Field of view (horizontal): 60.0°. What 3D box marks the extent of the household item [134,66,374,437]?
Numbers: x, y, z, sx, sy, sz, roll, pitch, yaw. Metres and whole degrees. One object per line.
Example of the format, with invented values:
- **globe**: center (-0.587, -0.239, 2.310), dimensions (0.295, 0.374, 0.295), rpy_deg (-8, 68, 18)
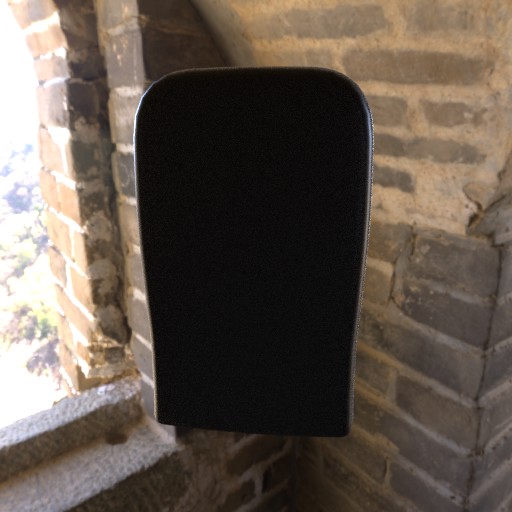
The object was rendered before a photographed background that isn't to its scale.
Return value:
- **household item**: center (0.000, 0.000, 0.148), dimensions (0.070, 0.114, 0.038), rpy_deg (2, 15, 6)
